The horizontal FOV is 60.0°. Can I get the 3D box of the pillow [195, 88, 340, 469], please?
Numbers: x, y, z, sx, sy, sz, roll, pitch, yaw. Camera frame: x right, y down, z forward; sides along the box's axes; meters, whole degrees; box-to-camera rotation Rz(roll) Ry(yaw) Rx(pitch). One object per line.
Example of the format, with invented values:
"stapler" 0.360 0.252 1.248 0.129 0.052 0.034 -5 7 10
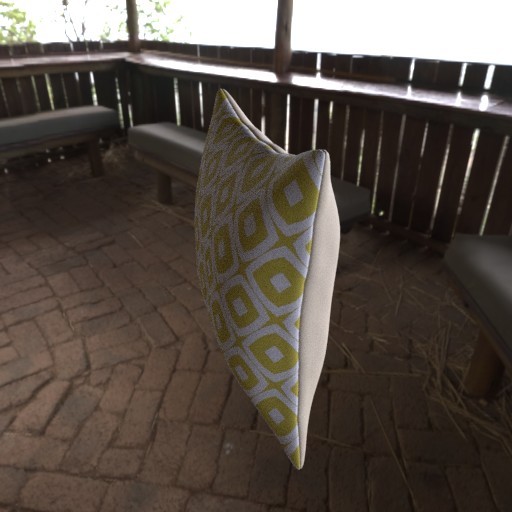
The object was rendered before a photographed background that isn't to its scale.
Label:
"pillow" 0.000 0.000 0.774 0.188 0.494 0.504 -8 29 -14
